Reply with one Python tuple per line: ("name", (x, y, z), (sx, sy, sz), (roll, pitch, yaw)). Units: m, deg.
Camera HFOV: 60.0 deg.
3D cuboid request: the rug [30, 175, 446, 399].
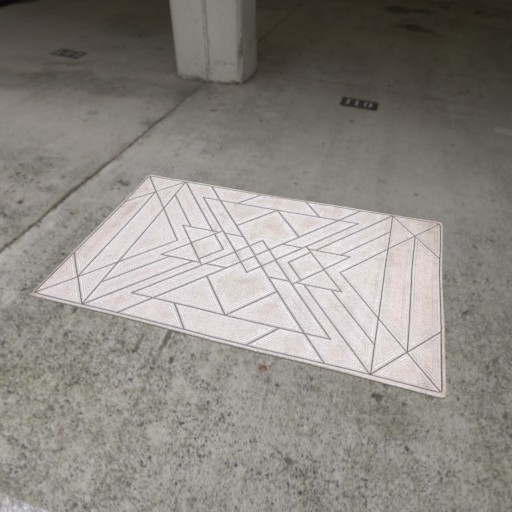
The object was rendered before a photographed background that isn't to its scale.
("rug", (0.000, 0.000, 3.048), (2.459, 0.023, 1.575), (11, 41, 13))
